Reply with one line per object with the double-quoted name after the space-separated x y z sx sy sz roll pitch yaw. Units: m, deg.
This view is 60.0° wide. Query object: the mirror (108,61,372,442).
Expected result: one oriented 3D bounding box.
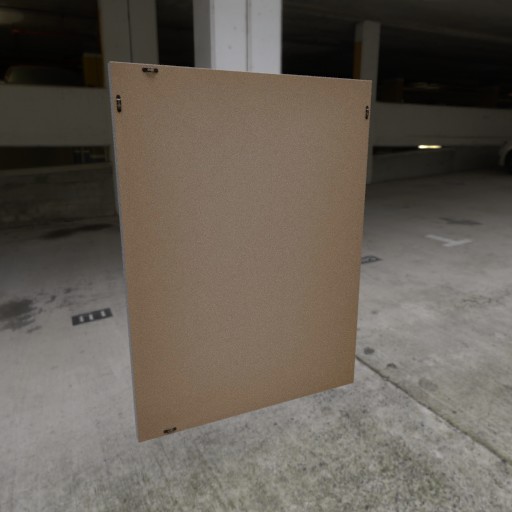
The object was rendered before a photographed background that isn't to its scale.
0.000 0.000 1.320 0.762 1.016 0.041 -7 16 -25 "mirror"
